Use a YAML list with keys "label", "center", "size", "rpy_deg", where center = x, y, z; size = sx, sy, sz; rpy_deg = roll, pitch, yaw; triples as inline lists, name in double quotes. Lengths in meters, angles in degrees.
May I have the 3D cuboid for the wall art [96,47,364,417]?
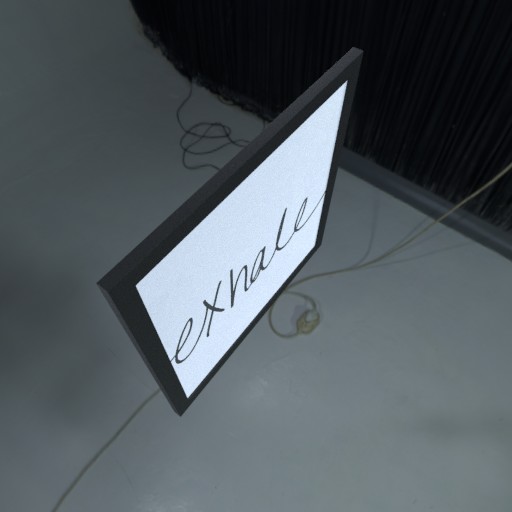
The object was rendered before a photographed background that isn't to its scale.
- label: "wall art"
  center: [0.000, 0.000, 0.536]
  size: [0.012, 0.357, 0.358]
  rpy_deg: [32, 63, 19]
